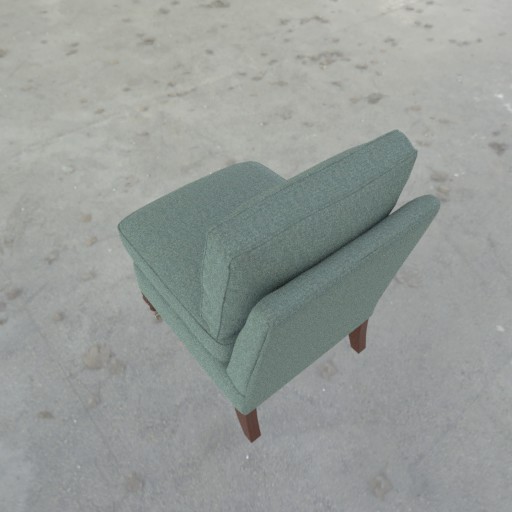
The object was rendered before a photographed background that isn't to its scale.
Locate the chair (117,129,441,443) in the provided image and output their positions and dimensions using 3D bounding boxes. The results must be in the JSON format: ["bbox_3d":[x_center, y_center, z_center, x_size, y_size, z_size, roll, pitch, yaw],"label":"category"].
[{"bbox_3d":[0.000,0.000,1.439,0.624,0.901,0.796,-31,54,-26],"label":"chair"}]
